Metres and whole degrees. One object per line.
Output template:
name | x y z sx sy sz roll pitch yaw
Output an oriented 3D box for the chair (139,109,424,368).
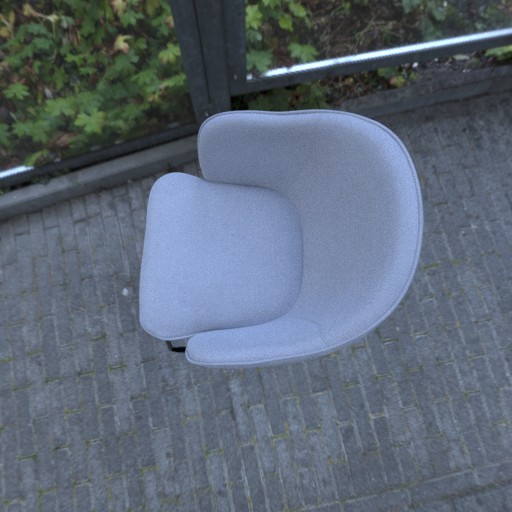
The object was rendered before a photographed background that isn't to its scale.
chair | 0.000 0.000 1.170 0.592 0.817 0.570 1 77 0
